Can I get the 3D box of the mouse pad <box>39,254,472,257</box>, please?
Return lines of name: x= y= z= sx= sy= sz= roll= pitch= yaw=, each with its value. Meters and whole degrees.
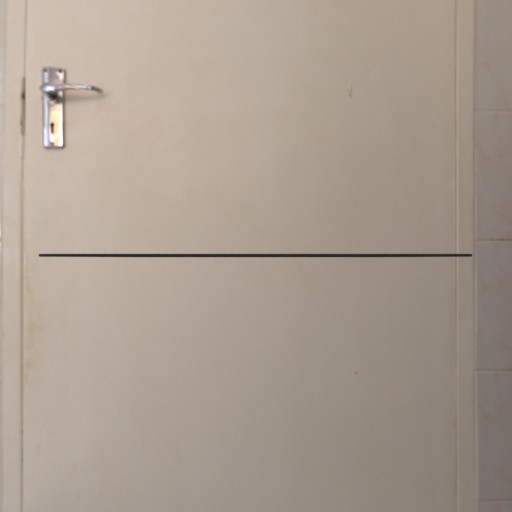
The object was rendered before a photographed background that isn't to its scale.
mouse pad: x=0.000 y=0.000 z=0.438 sx=0.315 sy=0.002 sz=0.269 roll=0 pitch=0 yaw=0
